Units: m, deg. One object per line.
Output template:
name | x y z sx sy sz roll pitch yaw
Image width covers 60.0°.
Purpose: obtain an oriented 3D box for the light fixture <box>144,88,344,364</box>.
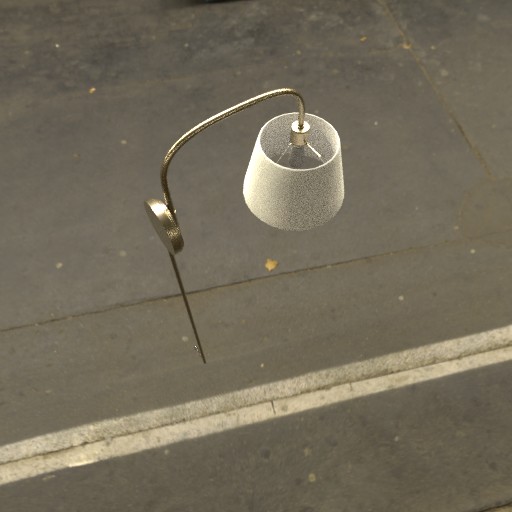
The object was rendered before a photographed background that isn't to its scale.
light fixture | 0.000 0.000 0.460 0.176 0.399 0.092 -31 63 -17
